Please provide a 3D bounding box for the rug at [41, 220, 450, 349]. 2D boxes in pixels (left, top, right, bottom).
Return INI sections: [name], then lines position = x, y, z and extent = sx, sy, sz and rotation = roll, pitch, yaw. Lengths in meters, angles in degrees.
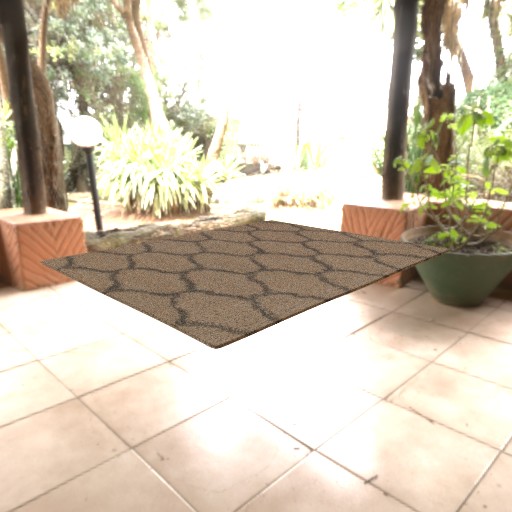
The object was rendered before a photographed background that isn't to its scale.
[rug]
position = 0.000, 0.000, 4.111
extent = 2.399, 0.026, 3.000
rotation = 14, 20, 43
